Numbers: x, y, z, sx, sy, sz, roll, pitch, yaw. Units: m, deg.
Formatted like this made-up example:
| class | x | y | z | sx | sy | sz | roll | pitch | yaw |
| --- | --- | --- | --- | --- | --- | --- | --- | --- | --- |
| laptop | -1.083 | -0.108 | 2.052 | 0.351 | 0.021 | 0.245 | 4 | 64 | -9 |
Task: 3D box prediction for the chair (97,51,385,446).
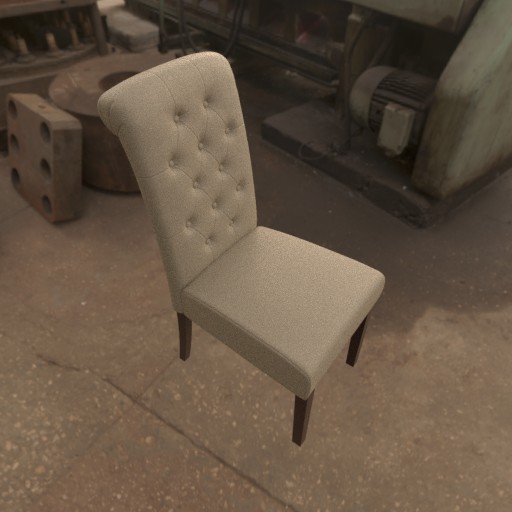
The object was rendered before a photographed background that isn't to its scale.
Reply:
| class | x | y | z | sx | sy | sz | roll | pitch | yaw |
| --- | --- | --- | --- | --- | --- | --- | --- | --- | --- |
| chair | 0.000 | 0.000 | 1.337 | 0.671 | 1.006 | 0.456 | 26 | 48 | 26 |
